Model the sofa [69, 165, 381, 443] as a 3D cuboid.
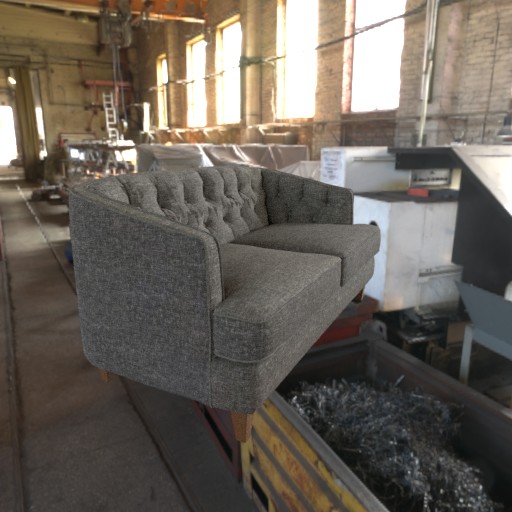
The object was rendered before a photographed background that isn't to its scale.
[{"bbox_3d":[0.000,0.000,2.252,0.941,0.855,1.733,7,16,26],"label":"sofa"}]
